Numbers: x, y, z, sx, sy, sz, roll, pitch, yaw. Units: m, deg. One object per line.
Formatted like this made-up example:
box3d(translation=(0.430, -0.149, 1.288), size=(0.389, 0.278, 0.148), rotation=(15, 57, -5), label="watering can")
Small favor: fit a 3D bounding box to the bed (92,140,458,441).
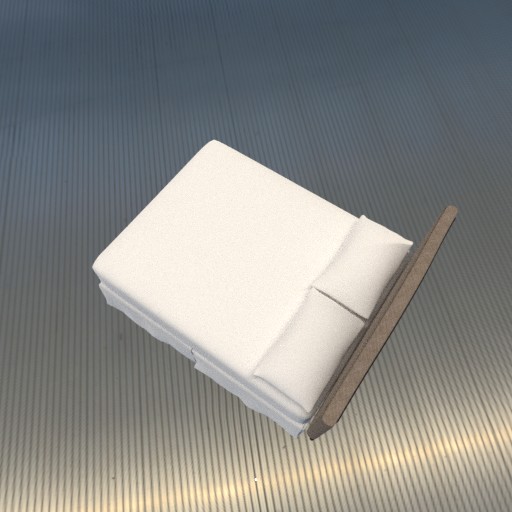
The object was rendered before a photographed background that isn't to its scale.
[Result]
box3d(translation=(0.000, 0.000, 3.374), size=(2.153, 1.518, 1.713), rotation=(32, 68, 15), label="bed")
